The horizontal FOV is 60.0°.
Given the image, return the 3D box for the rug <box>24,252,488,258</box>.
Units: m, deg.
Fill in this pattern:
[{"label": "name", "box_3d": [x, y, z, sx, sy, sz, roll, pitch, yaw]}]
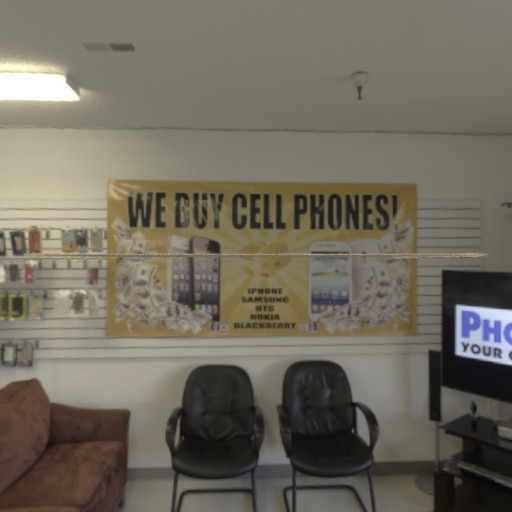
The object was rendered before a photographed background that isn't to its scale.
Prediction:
[{"label": "rug", "box_3d": [0.000, 0.000, 3.135, 2.523, 0.034, 1.528, 0, 0, 0]}]
